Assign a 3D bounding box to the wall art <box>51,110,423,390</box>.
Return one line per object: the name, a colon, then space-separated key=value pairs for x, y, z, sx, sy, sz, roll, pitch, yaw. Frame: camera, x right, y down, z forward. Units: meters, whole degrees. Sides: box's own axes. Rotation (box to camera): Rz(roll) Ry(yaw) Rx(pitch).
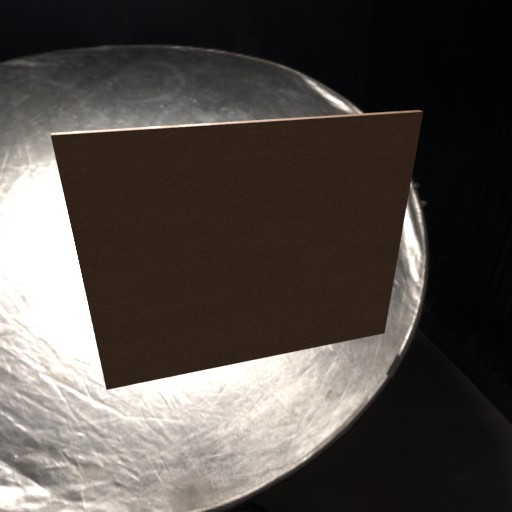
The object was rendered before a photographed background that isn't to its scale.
wall art: x=0.000 y=0.000 z=0.687 sx=0.508 sy=0.408 sz=0.012 roll=-8 pitch=30 yaw=-15
